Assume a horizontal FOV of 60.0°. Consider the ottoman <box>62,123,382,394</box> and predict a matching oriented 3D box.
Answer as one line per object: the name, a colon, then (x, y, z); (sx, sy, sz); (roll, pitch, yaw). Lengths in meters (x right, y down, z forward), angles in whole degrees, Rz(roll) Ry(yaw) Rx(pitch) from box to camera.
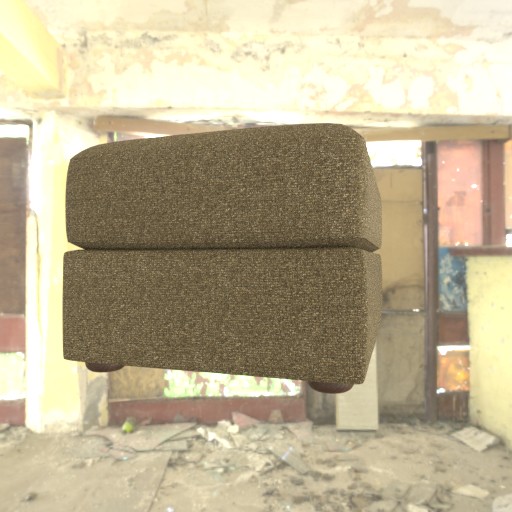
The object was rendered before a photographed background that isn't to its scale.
ottoman: (0.000, 0.000, 1.117); (0.598, 0.476, 0.742); (0, -1, 18)
